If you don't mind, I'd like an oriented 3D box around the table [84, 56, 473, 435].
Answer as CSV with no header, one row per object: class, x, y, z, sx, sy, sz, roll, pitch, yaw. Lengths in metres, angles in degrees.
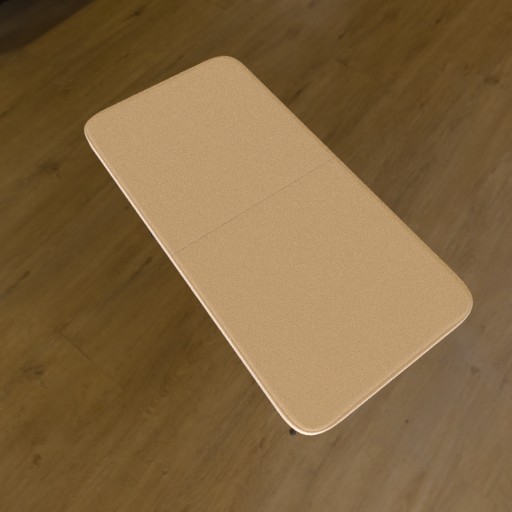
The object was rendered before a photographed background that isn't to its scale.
table,0.000,0.000,1.652,0.611,0.737,1.245,-33,68,-15
